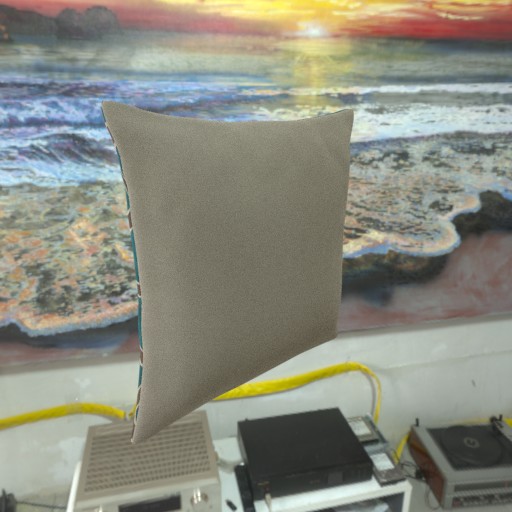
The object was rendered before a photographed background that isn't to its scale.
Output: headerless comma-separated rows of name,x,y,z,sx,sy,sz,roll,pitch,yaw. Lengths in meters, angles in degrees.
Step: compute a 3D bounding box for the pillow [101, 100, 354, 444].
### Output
pillow,0.000,0.000,0.786,0.526,0.507,0.166,-16,23,-41
